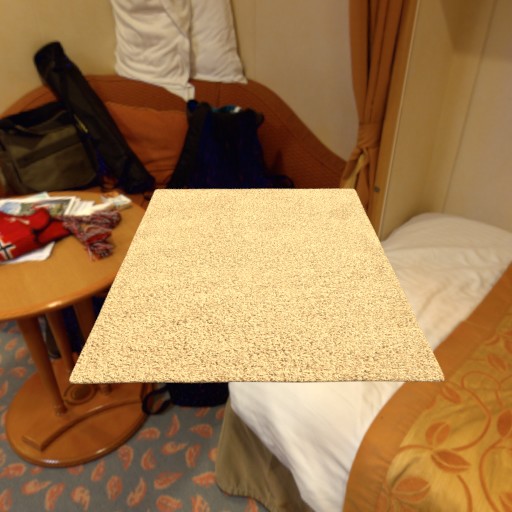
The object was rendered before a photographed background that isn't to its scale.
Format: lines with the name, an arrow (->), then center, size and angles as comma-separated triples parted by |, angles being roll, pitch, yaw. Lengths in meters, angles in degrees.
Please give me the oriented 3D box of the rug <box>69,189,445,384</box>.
rug -> 0.000, 0.000, 4.143 | 2.438, 0.029, 3.047 | 0, 32, 0
